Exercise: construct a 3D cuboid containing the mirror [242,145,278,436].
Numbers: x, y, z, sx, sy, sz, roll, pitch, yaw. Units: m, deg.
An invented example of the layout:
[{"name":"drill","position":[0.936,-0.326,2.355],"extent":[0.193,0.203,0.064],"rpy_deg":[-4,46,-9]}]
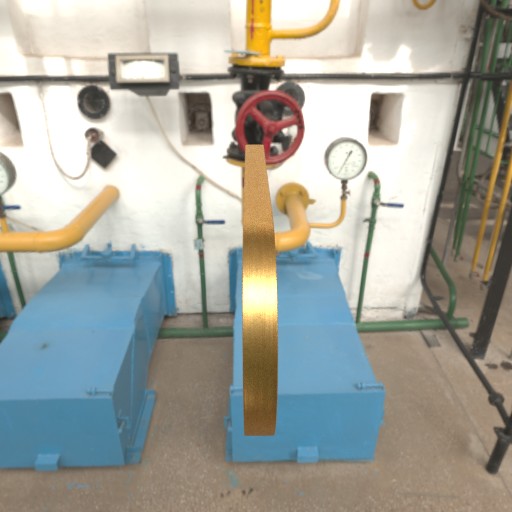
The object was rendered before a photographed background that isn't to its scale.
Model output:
[{"name":"mirror","position":[0.000,0.000,0.667],"extent":[0.032,0.254,0.584],"rpy_deg":[0,27,-1]}]
